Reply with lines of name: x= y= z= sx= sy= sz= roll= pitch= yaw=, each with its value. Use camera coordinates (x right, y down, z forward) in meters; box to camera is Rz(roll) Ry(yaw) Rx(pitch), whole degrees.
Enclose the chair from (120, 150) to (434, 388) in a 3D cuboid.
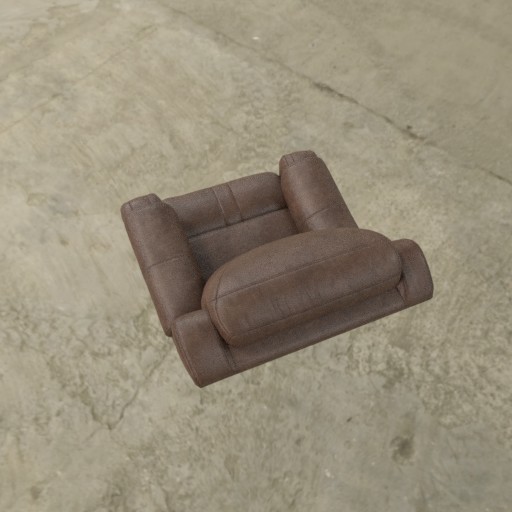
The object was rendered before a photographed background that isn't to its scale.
chair: x=0.000 y=0.000 z=1.816 sx=0.940 sy=0.990 sz=1.067 roll=-18 pitch=59 yaw=-11
